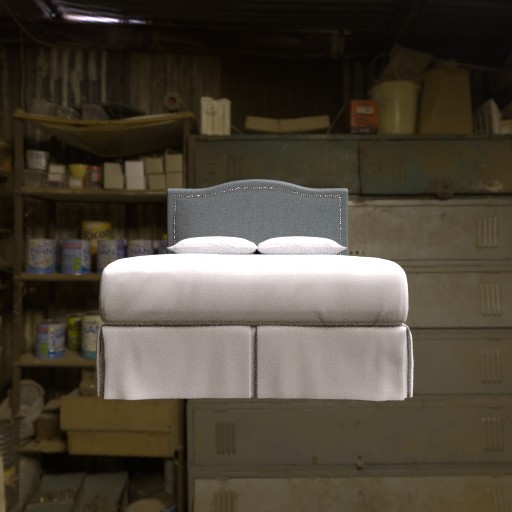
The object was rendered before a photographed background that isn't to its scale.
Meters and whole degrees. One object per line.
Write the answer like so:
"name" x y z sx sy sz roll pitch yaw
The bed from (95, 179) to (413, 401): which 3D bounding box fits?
"bed" 0.000 0.000 3.306 1.753 1.460 2.143 0 1 1
